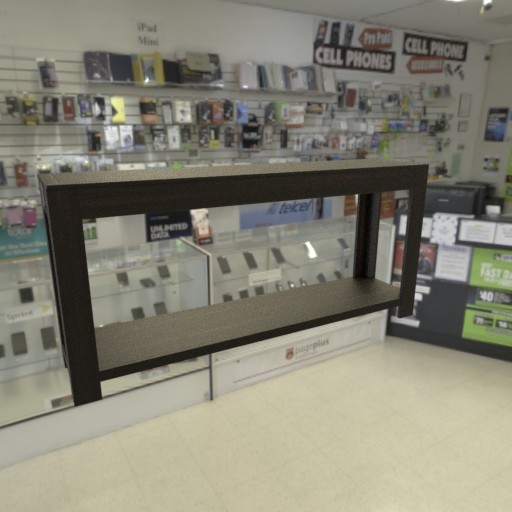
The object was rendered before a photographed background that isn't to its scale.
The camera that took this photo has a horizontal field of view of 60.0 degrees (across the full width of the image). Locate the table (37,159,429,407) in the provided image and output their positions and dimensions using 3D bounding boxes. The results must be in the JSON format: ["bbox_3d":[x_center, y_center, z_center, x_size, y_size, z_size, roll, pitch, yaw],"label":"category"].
[{"bbox_3d":[0.000,0.000,1.953,1.631,0.762,0.384,-9,19,-27],"label":"table"}]
